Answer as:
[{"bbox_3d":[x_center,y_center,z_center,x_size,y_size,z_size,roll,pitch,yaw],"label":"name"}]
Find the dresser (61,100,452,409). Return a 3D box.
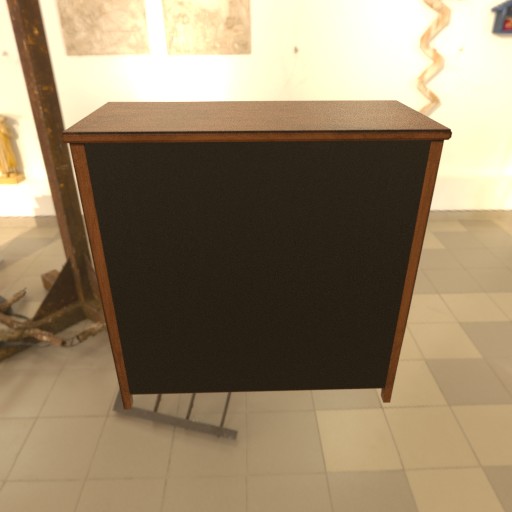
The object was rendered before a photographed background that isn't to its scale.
[{"bbox_3d":[0.000,0.000,1.960,1.250,1.224,0.591,-1,28,-2],"label":"dresser"}]
